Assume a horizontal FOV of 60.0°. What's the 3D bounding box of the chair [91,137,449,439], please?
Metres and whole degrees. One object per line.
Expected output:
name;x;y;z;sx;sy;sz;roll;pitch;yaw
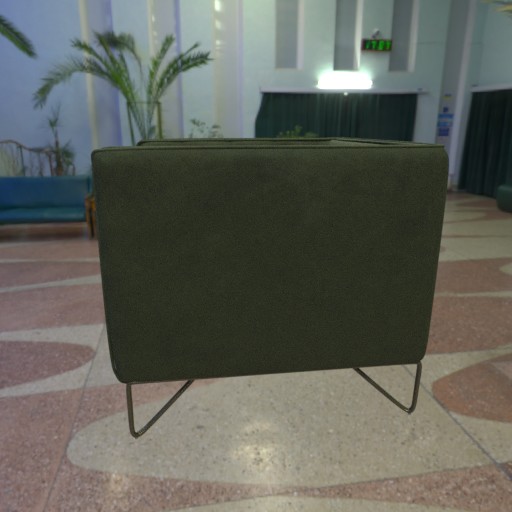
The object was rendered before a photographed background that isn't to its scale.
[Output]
chair;0.000;0.000;1.558;0.894;0.790;0.880;-2;16;-7
